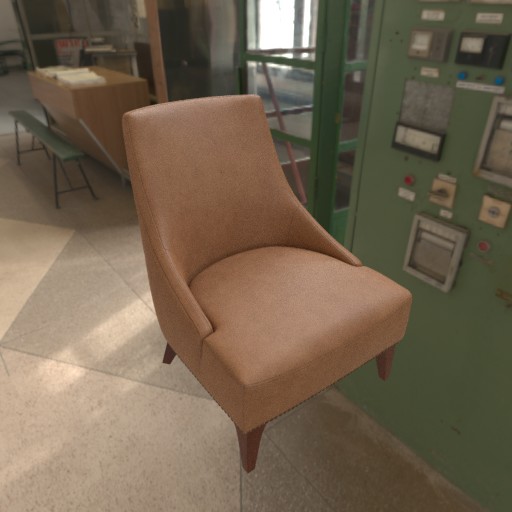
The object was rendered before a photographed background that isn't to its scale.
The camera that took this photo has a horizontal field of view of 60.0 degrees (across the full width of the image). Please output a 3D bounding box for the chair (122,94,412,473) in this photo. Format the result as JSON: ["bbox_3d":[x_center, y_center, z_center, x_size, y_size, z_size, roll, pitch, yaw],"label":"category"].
[{"bbox_3d":[0.000,0.000,1.522,0.701,0.909,0.861,-20,36,-31],"label":"chair"}]
